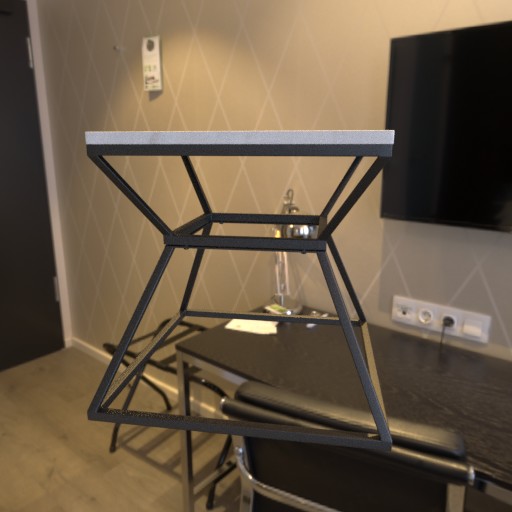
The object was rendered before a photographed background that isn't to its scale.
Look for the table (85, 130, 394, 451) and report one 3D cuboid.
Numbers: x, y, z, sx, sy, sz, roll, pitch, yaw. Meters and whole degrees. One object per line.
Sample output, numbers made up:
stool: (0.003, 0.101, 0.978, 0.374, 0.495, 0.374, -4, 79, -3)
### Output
table: (0.000, 0.000, 0.816, 0.455, 0.431, 0.455, 2, 14, 9)
